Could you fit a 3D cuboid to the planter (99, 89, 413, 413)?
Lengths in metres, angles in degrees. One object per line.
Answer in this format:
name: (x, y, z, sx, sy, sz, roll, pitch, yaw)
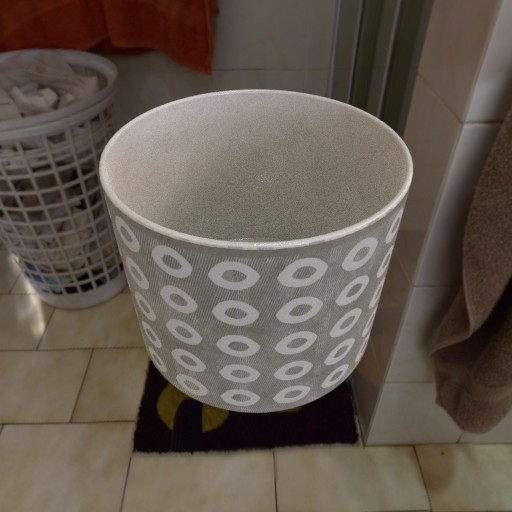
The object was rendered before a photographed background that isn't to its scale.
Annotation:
planter: (0.000, 0.000, 0.336, 0.190, 0.181, 0.190, 0, 42, 0)
